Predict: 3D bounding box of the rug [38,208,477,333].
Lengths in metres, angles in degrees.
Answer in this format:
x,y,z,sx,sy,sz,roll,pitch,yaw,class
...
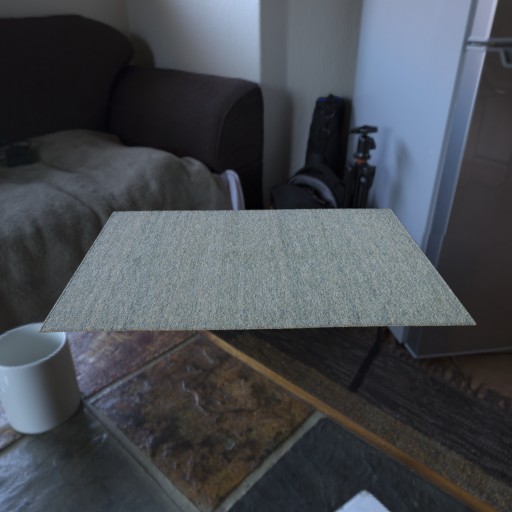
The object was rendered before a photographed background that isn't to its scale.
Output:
x,y,z,sx,sy,sz,roll,pitch,yaw,class
0.000,0.000,2.977,2.283,0.013,1.547,-1,29,-1,rug
